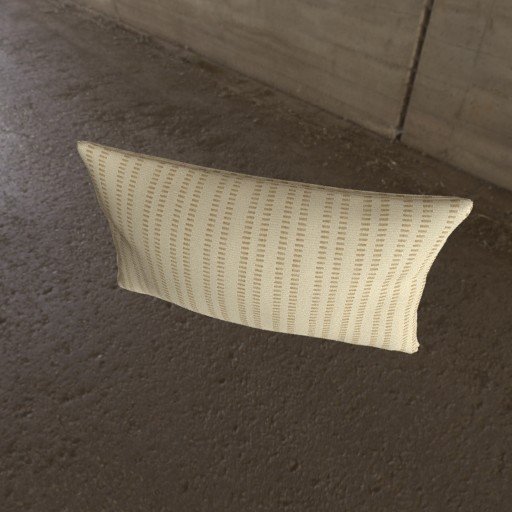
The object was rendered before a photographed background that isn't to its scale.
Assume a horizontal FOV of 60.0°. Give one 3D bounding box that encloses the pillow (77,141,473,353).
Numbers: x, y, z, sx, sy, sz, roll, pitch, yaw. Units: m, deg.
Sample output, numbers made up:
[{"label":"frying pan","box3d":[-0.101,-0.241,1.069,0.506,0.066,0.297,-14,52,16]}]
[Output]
[{"label":"pillow","box3d":[0.000,0.000,0.792,0.640,0.353,0.210,11,44,12]}]
